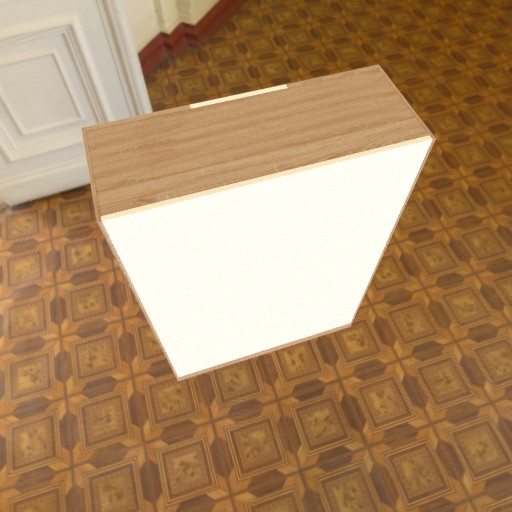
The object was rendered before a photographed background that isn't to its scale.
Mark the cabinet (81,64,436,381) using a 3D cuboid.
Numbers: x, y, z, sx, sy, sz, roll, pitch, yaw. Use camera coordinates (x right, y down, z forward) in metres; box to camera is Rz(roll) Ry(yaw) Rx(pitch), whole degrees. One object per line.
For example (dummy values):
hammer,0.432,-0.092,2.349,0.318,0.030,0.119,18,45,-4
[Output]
cabinet,0.000,0.000,2.902,1.500,2.120,0.590,-16,59,-10
